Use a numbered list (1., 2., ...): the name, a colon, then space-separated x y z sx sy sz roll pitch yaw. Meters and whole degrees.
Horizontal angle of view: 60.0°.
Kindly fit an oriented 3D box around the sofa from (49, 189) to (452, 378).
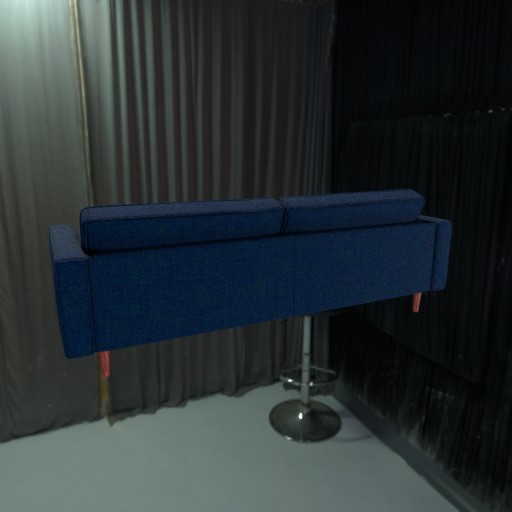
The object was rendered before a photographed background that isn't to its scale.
1. sofa: 0.000 0.000 2.640 2.210 0.762 0.914 -7 15 -25
